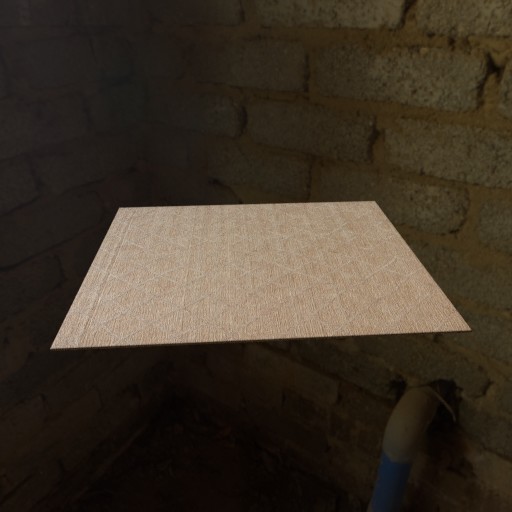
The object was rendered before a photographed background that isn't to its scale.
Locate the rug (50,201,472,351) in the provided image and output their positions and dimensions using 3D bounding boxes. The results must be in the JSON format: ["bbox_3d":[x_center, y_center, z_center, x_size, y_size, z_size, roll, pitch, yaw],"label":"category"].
[{"bbox_3d":[0.000,0.000,4.225,3.039,0.019,2.420,-2,30,-3],"label":"rug"}]
